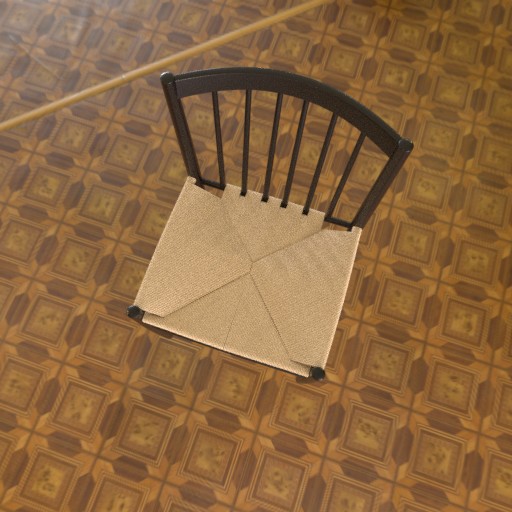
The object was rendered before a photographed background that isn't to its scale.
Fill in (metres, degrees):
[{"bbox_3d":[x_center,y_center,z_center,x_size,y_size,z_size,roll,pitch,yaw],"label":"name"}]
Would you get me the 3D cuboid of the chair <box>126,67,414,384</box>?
[{"bbox_3d":[0.000,0.000,1.155,0.495,0.818,0.516,17,74,5],"label":"chair"}]
